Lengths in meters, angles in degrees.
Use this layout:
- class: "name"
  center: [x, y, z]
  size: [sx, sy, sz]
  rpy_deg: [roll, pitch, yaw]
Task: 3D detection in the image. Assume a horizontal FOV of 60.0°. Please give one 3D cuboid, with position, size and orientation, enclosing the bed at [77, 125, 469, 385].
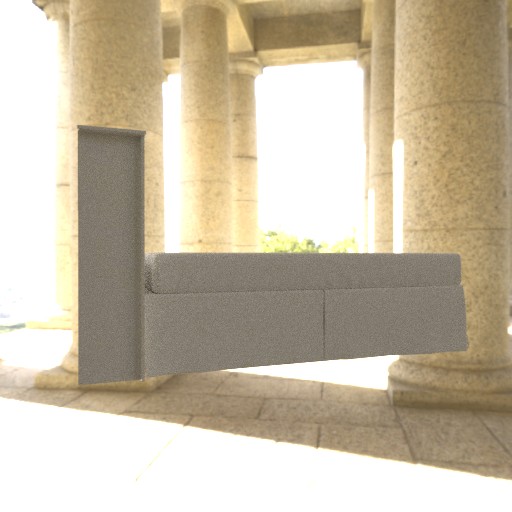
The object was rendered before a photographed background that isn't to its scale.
- class: "bed"
  center: [0.000, 0.000, 2.966]
  size: [2.133, 1.092, 1.671]
  rpy_deg: [0, 0, -19]
